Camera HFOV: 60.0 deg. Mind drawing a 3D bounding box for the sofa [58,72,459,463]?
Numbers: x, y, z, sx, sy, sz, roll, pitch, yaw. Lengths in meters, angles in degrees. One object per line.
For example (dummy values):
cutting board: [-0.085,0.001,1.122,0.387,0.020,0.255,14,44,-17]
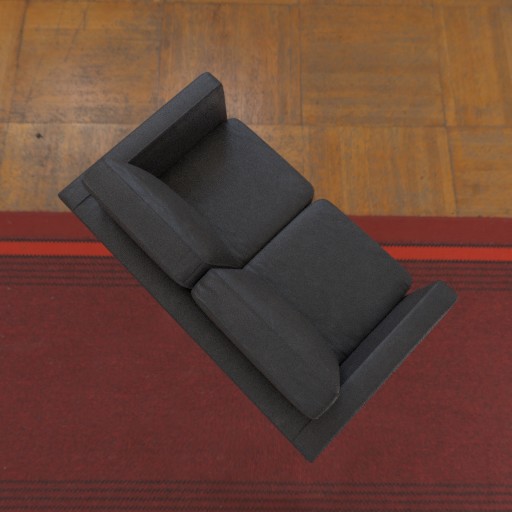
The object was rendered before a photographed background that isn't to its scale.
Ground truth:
sofa: [0.000,0.000,1.981,0.879,0.899,1.430,-44,80,-10]
